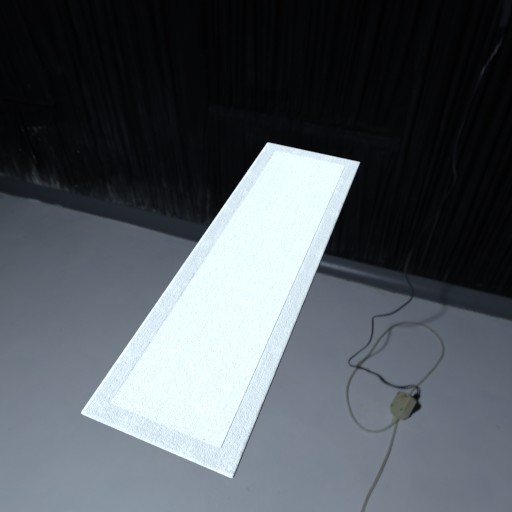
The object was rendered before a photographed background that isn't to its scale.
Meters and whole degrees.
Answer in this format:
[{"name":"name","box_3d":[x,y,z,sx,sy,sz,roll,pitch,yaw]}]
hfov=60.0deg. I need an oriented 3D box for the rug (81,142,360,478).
[{"name":"rug","box_3d":[0.000,0.000,2.701,0.759,0.012,2.430,16,48,15]}]
